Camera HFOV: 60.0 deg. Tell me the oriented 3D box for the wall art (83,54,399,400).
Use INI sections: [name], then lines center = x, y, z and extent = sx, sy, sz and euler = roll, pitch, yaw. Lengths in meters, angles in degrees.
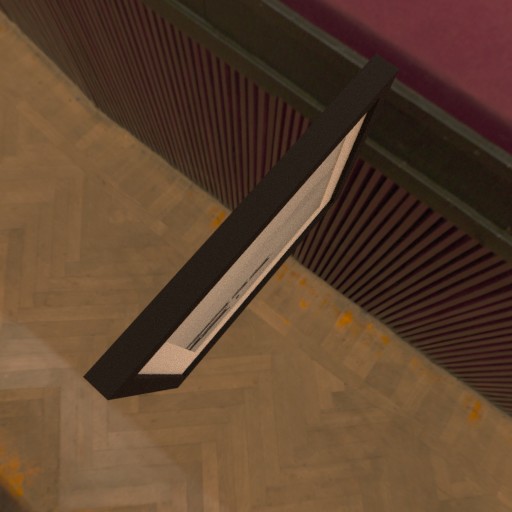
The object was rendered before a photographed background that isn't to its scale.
[wall art]
center = 0.000, 0.000, 0.547
extent = 0.028, 0.325, 0.397
euler = 39, 78, 10
